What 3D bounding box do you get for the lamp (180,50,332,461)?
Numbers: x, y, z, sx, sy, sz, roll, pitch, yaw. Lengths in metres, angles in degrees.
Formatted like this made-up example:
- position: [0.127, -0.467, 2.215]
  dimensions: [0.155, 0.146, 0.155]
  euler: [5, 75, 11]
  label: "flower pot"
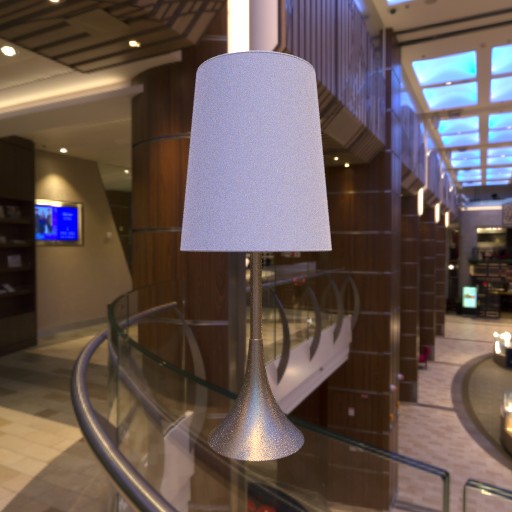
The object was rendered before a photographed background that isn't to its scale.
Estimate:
- position: [0.000, 0.000, 0.685]
  dimensions: [0.231, 0.569, 0.231]
  euler: [0, 2, 0]
  label: "lamp"
